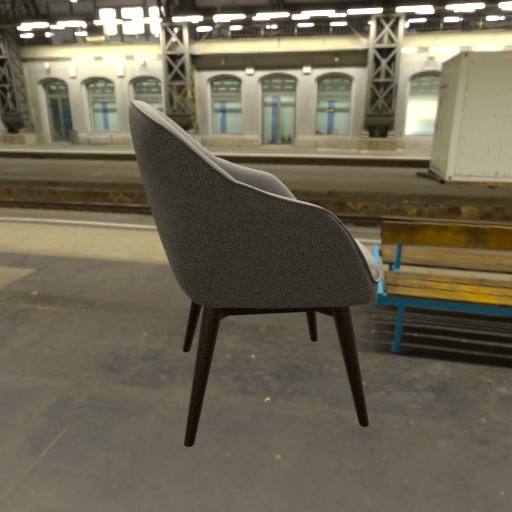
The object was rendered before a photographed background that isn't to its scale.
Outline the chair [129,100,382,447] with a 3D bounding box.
[{"bbox_3d":[0.000,0.000,1.224,0.611,0.810,0.589,-3,18,-9],"label":"chair"}]
